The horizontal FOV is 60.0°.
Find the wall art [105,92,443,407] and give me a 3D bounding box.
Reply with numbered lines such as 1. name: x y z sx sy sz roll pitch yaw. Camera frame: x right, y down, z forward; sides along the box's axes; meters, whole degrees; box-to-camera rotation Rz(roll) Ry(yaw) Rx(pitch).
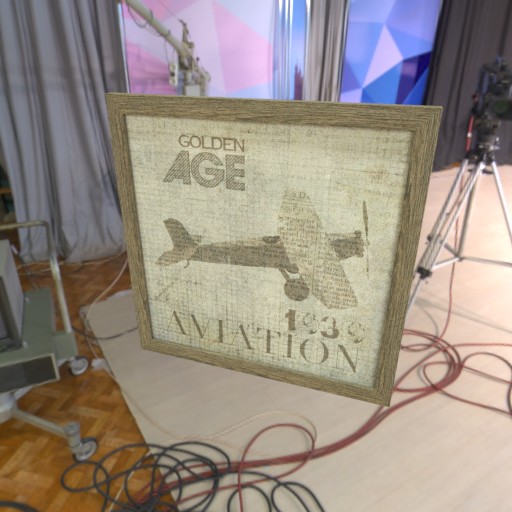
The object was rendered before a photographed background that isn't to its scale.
1. wall art: 0.000 0.000 0.757 0.508 0.508 0.019 9 27 17
